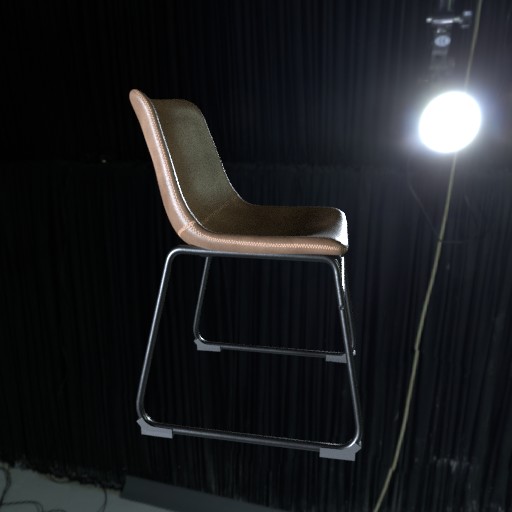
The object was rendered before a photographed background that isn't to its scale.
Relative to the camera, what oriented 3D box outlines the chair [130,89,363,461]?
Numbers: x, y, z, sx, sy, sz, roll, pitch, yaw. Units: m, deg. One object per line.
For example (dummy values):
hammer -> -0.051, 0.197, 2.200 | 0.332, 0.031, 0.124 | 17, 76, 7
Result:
chair -> 0.000, 0.000, 1.129 | 0.551, 0.780, 0.460 | 3, 16, 10
